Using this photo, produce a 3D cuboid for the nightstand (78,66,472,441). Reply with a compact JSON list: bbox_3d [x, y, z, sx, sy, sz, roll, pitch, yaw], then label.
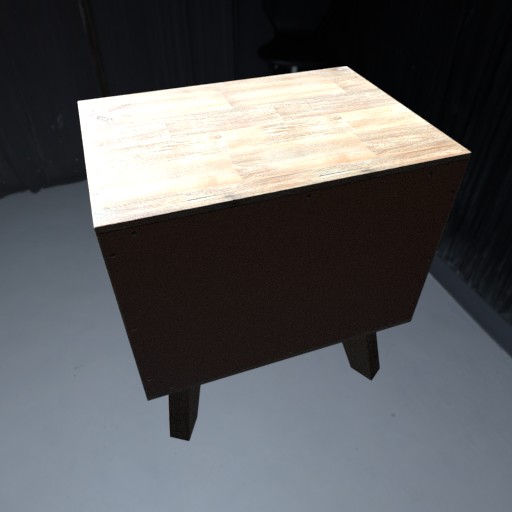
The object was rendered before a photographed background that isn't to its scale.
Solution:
[{"bbox_3d":[0.000,0.000,0.935,0.552,0.589,0.396,-13,44,-14],"label":"nightstand"}]
